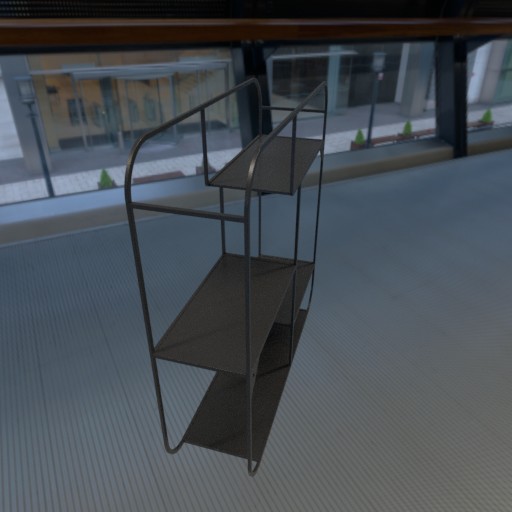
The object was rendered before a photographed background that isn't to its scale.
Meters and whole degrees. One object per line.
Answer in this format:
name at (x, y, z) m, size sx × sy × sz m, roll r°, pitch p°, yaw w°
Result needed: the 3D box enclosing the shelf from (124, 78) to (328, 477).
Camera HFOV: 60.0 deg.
shelf at (0.000, 0.000, 0.895) m, size 0.160 × 0.600 × 0.600 m, roll 9°, pitch 31°, yaw 14°
